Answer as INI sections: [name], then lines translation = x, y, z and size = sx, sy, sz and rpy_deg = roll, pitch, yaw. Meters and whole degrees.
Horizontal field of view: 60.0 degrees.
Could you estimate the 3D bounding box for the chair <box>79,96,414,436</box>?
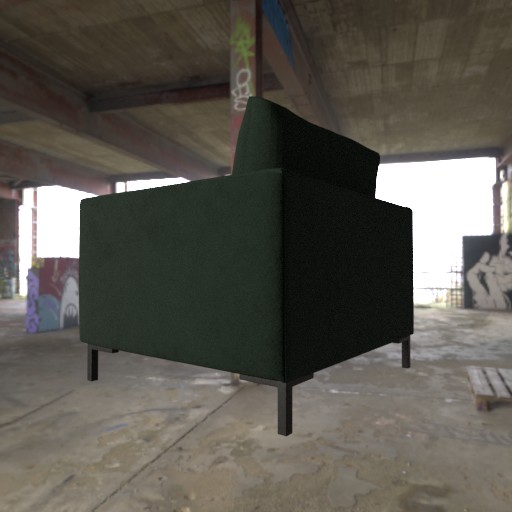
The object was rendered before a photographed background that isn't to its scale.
[chair]
translation = 0.000, 0.000, 1.635
size = 0.866, 0.861, 0.963
rpy_deg = -1, -1, 37
